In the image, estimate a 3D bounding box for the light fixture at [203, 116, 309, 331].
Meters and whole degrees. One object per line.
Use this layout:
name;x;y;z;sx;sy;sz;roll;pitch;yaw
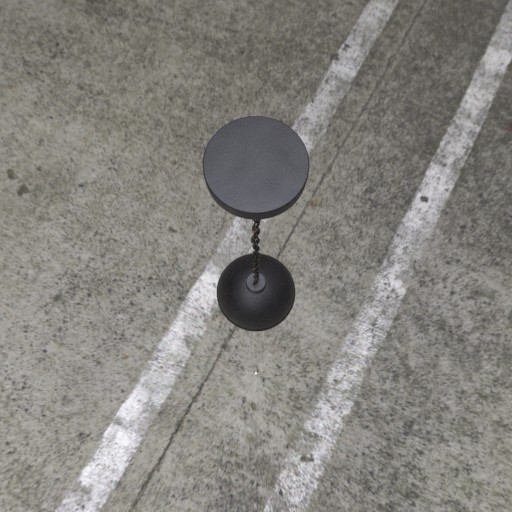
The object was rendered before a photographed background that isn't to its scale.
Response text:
light fixture;0.000;0.000;1.190;0.304;1.090;0.304;28;77;7
